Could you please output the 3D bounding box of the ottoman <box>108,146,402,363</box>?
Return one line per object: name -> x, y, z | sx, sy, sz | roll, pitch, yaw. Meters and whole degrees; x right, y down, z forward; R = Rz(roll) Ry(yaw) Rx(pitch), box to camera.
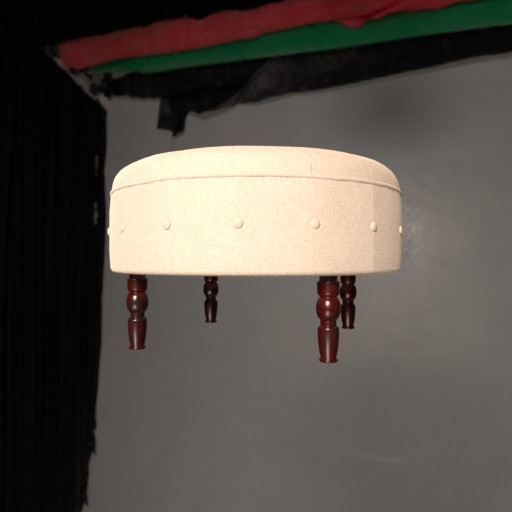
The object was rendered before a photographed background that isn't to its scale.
ottoman -> 0.000, 0.000, 1.351 | 0.848, 0.494, 0.848 | 0, 0, 0
